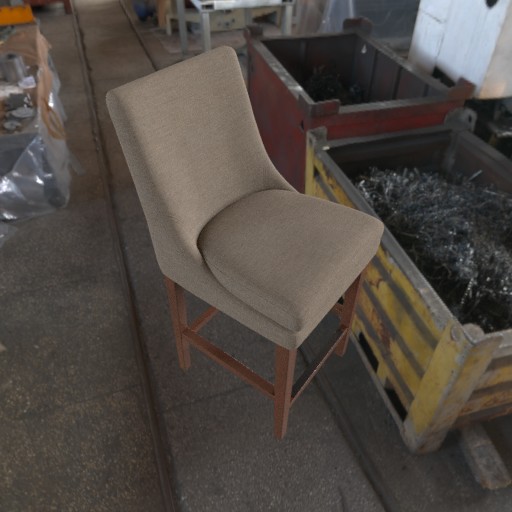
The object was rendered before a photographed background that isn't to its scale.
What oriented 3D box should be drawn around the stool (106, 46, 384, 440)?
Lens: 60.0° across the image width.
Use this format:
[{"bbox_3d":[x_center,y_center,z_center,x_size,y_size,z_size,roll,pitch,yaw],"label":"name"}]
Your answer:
[{"bbox_3d":[0.000,0.000,1.298,0.577,0.981,0.470,27,49,26],"label":"stool"}]
